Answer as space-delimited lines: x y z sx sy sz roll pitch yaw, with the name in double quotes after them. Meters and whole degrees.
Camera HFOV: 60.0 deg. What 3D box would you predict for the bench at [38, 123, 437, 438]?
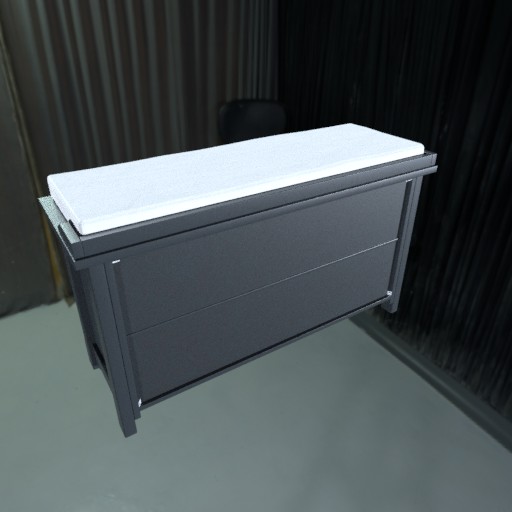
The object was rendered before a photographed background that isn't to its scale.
0.000 0.000 1.232 0.973 0.561 0.345 -18 34 -28 "bench"
